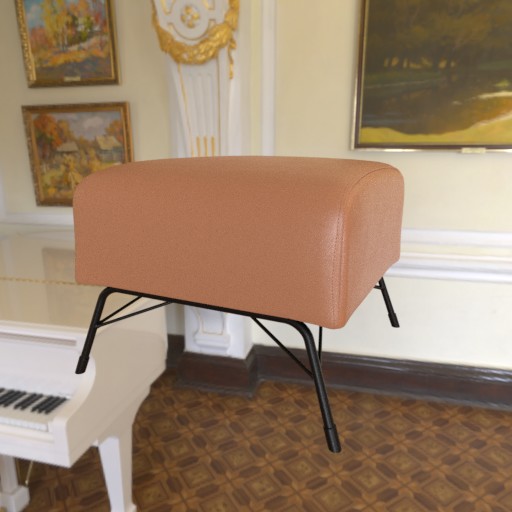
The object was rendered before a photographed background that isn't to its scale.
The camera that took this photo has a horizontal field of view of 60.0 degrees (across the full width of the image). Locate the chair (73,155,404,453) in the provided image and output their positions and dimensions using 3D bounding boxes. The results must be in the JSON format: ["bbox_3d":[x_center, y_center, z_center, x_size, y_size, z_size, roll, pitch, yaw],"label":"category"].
[{"bbox_3d":[0.000,0.000,0.928,0.530,0.410,0.530,7,15,26],"label":"chair"}]
